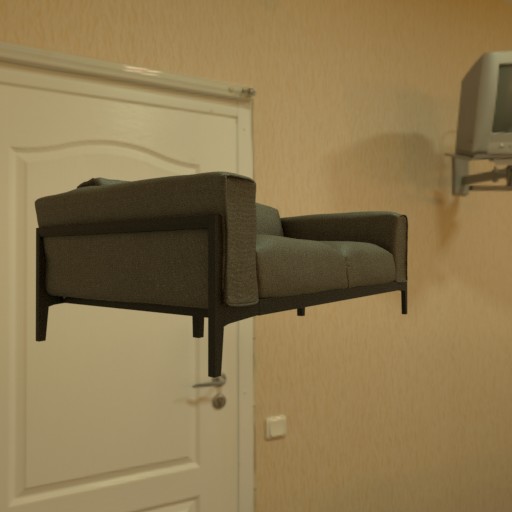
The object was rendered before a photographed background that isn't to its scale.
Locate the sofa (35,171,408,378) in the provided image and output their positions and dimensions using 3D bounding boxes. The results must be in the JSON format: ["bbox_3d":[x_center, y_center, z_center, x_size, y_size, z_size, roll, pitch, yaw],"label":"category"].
[{"bbox_3d":[0.000,0.000,2.118,0.960,0.656,1.690,0,0,36],"label":"sofa"}]
